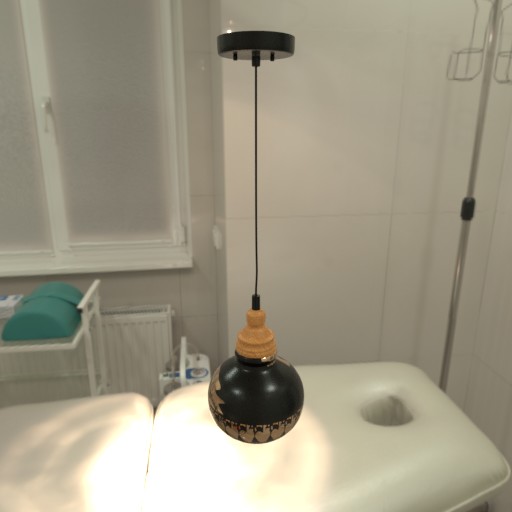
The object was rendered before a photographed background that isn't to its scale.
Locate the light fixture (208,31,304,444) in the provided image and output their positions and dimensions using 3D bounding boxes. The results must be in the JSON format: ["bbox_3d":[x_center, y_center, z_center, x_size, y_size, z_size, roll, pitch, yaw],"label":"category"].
[{"bbox_3d":[0.000,0.000,1.798,0.430,1.606,0.430,-2,17,-8],"label":"light fixture"}]
